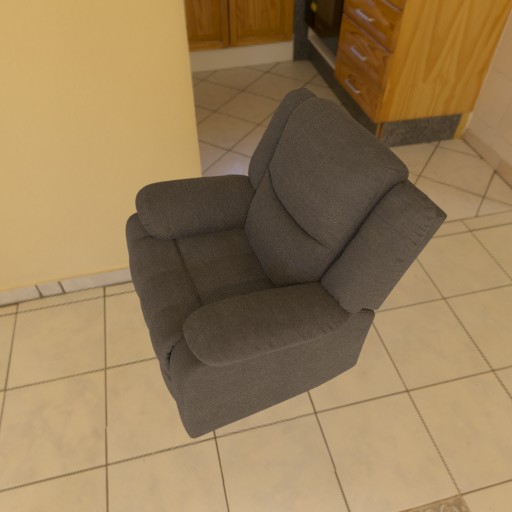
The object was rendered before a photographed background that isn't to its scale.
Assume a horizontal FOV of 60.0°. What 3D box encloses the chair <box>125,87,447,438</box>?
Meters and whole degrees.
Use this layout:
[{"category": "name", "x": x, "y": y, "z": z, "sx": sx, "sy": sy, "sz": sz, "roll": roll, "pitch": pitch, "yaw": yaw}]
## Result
[{"category": "chair", "x": 0.000, "y": 0.000, "z": 1.732, "sx": 0.944, "sy": 1.008, "sz": 0.899, "roll": -17, "pitch": 49, "yaw": -16}]
